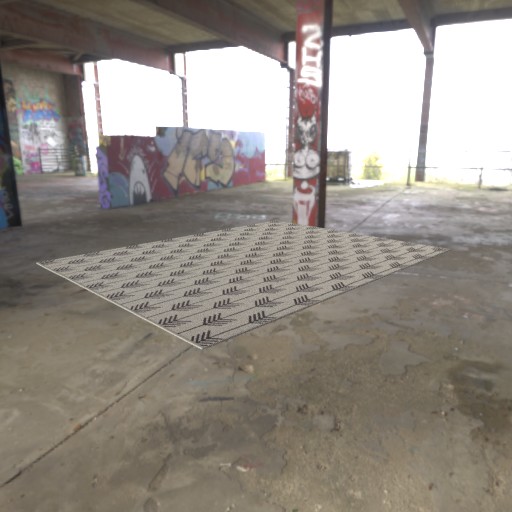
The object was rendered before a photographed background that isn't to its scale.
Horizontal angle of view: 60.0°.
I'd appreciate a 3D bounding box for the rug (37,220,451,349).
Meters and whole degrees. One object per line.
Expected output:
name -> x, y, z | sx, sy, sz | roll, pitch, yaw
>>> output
rug -> 0.000, 0.000, 4.082 | 3.061, 0.010, 2.330 | -14, 20, -43
